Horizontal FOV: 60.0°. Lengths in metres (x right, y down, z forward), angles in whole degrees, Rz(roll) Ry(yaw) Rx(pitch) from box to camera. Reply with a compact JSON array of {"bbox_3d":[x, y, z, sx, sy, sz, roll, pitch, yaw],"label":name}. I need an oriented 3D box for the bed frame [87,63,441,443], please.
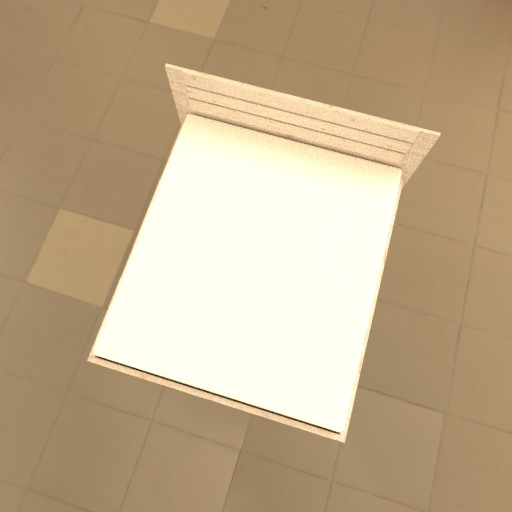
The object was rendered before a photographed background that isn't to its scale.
[{"bbox_3d":[0.000,0.000,3.197,1.950,0.970,2.080,16,74,5],"label":"bed frame"}]
